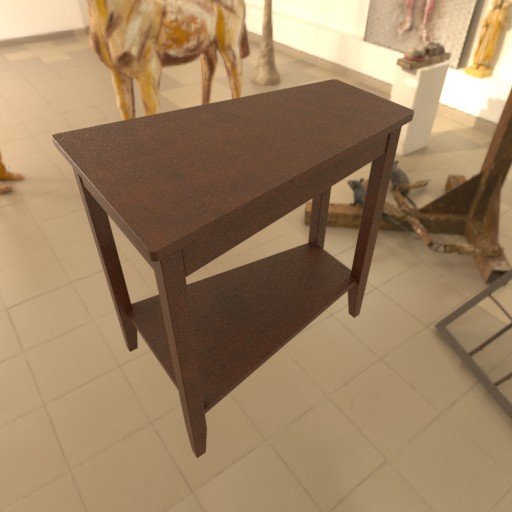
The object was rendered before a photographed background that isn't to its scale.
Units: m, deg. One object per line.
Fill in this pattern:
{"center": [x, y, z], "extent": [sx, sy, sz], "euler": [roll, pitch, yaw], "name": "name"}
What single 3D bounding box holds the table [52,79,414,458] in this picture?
{"center": [0.000, 0.000, 0.983], "extent": [0.605, 0.589, 0.399], "euler": [-25, 47, -27], "name": "table"}
